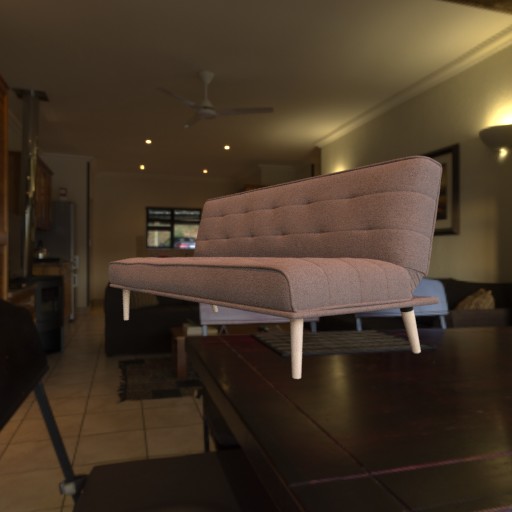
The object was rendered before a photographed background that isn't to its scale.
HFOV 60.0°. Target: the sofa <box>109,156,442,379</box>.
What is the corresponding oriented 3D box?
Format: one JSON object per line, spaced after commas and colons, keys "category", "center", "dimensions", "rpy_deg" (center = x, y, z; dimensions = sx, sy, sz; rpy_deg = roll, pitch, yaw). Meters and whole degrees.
{"category": "sofa", "center": [0.000, 0.000, 2.384], "dimensions": [1.038, 0.810, 1.820], "rpy_deg": [0, 0, -35]}
